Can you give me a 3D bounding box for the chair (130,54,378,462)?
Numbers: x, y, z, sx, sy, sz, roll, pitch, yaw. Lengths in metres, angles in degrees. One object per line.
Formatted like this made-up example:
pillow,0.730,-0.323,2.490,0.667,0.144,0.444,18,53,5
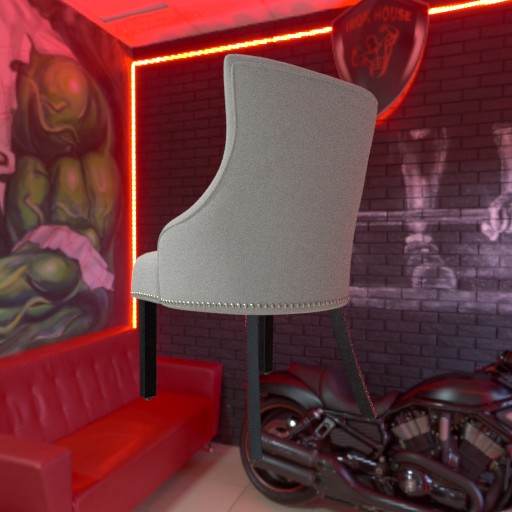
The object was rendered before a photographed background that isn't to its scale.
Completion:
chair,0.000,0.000,1.320,0.566,0.909,0.629,-1,2,-36
